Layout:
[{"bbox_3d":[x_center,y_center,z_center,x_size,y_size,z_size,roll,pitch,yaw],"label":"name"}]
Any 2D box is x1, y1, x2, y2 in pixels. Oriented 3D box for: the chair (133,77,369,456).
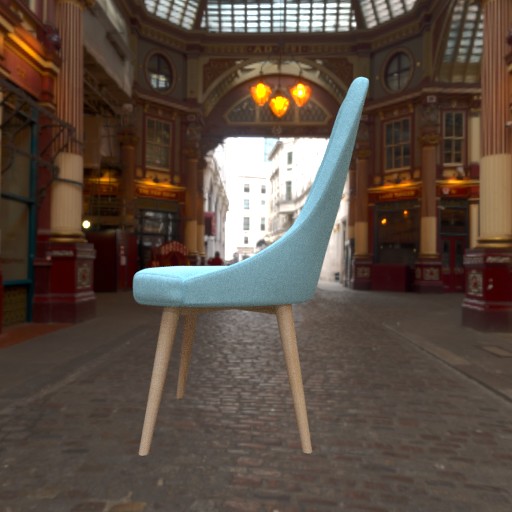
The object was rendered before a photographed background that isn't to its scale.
[{"bbox_3d":[0.000,0.000,1.377,0.660,1.040,0.510,0,0,2],"label":"chair"}]
